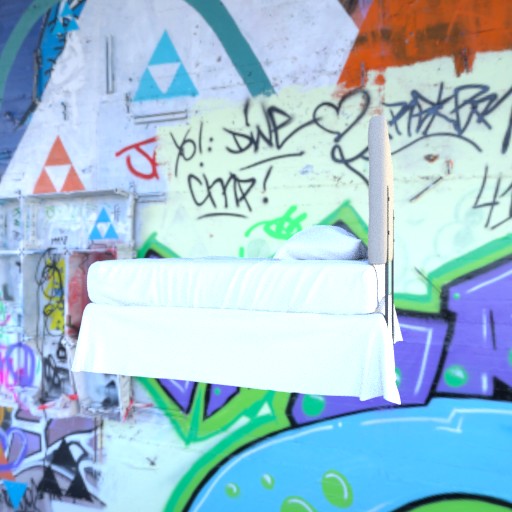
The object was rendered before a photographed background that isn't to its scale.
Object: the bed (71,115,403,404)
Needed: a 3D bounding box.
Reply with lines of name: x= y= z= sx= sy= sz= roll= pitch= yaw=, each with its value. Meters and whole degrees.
bed: x=0.000 y=0.000 z=3.539 sx=2.222 sy=1.577 sz=1.936 roll=0 pitch=0 yaw=18
